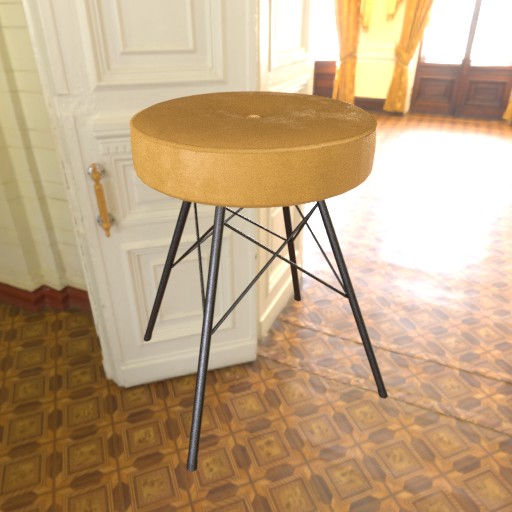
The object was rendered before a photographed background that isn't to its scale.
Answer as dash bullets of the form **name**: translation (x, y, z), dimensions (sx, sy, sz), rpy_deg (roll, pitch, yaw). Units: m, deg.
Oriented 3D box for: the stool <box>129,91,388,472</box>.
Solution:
- **stool**: translation (0.000, 0.000, 0.914), dimensions (0.472, 0.595, 0.438), rpy_deg (-11, 31, -19)
